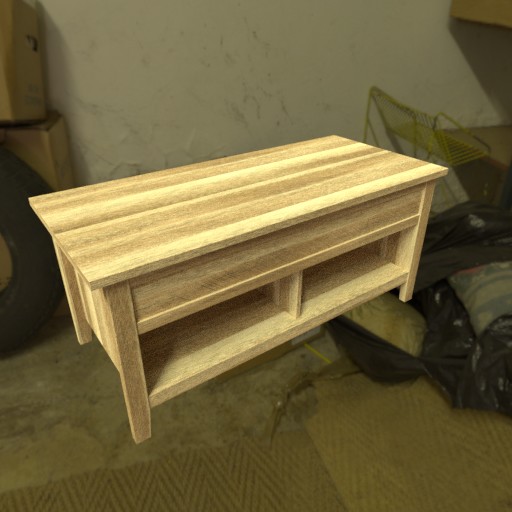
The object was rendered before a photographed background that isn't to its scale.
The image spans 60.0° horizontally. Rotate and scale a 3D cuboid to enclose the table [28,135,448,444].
[{"bbox_3d":[0.000,0.000,1.367,1.095,0.480,0.493,-19,35,-31],"label":"table"}]
